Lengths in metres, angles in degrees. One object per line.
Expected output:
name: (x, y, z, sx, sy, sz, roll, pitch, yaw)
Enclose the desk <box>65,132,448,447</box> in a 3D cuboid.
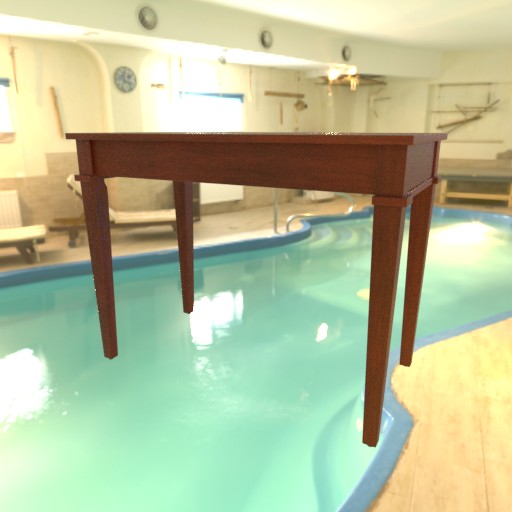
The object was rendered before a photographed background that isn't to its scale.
desk: (0.000, 0.000, 1.426, 1.001, 0.762, 0.549, 9, 18, 28)
